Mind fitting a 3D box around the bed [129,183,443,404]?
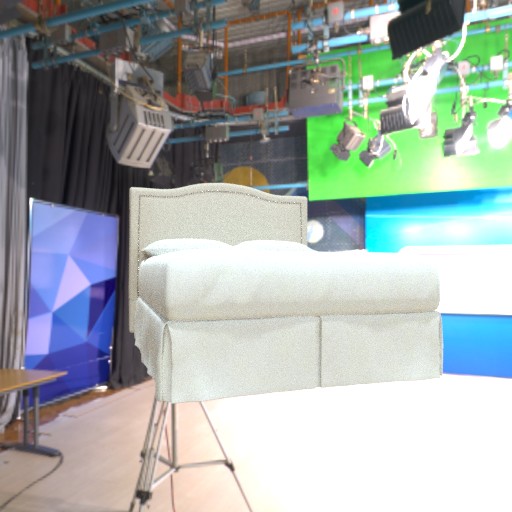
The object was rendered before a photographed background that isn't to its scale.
[{"bbox_3d":[0.000,0.000,3.327,1.753,1.460,2.143,0,-1,-18],"label":"bed"}]
